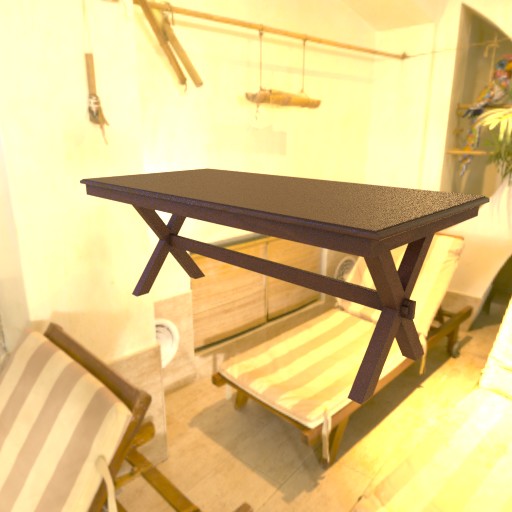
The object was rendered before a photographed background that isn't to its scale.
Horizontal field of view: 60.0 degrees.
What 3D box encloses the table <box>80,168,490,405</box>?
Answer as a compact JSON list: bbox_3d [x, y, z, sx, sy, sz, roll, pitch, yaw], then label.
[{"bbox_3d":[0.000,0.000,1.465,1.197,0.459,0.594,15,22,42],"label":"table"}]
